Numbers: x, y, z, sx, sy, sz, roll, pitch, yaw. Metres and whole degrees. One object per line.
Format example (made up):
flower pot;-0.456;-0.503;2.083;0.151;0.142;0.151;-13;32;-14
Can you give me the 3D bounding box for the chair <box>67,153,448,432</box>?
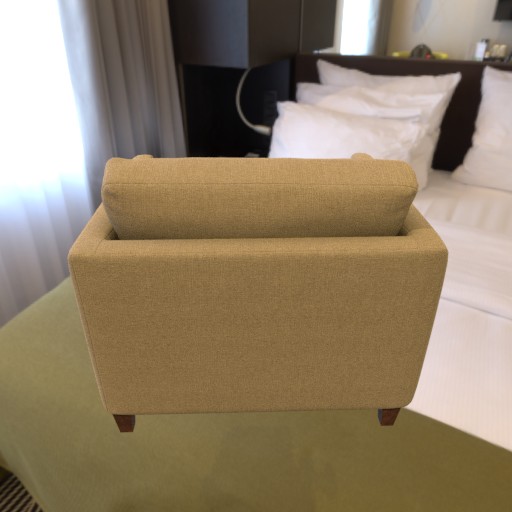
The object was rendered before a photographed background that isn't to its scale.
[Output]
chair;0.000;0.000;1.765;1.107;0.963;0.959;-1;30;-2
